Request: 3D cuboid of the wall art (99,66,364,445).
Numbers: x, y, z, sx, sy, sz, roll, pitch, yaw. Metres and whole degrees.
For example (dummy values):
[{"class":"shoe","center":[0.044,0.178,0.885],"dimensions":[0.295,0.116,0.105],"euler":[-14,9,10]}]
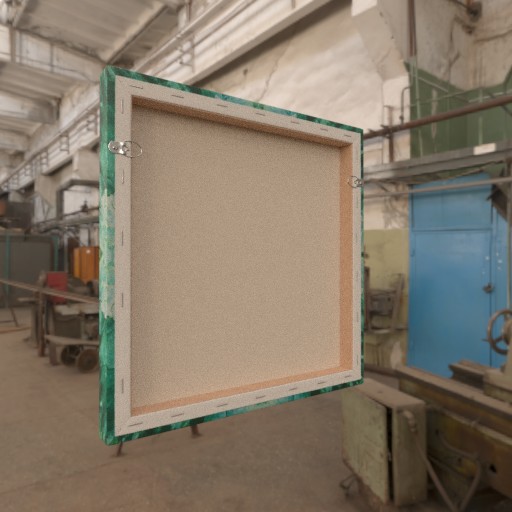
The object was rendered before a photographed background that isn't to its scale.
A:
[{"class":"wall art","center":[0.000,0.000,0.746],"dimensions":[0.507,0.508,0.038],"euler":[0,0,-36]}]
